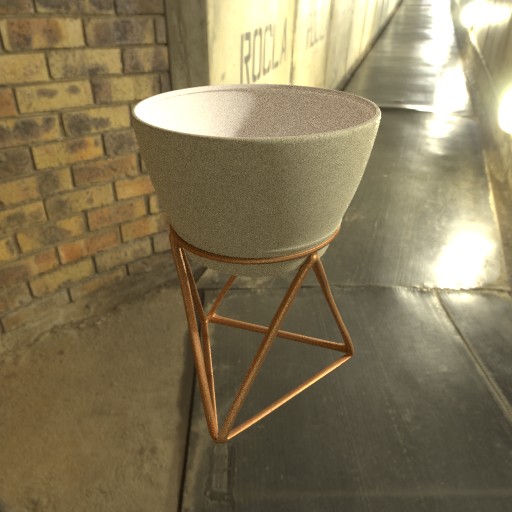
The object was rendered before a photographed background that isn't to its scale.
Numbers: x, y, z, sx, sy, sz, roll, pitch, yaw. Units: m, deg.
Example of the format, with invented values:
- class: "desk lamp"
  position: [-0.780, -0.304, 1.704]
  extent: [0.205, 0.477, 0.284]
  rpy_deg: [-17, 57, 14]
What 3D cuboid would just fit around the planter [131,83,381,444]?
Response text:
- class: "planter"
  position: [0.000, 0.000, 0.764]
  extent: [0.350, 0.504, 0.350]
  rpy_deg: [-23, 38, -33]
